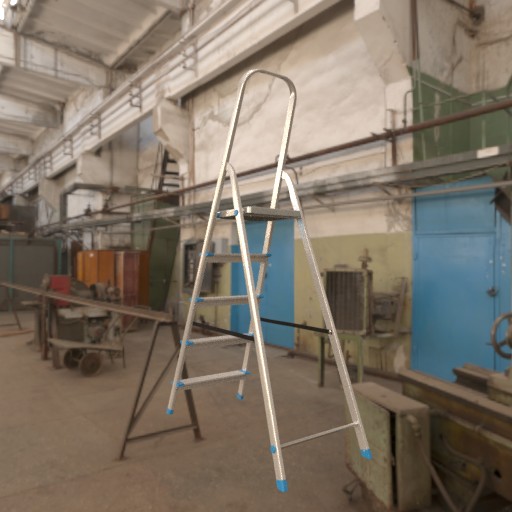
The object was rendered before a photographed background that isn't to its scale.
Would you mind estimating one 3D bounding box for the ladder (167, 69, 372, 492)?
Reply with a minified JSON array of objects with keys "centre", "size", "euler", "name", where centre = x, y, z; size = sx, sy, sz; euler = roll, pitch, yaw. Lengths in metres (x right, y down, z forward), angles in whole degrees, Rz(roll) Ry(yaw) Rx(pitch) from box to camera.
[{"centre":[0.000,0.000,2.079],"size":[0.468,1.648,0.990],"euler":[0,-1,-35],"name":"ladder"}]
